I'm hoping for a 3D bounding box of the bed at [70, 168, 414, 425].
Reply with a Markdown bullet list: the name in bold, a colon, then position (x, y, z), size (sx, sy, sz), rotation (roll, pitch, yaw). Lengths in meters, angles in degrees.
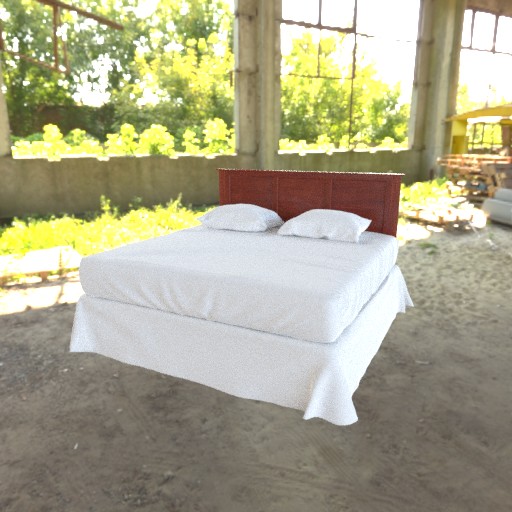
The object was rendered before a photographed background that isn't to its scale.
- **bed**: position (0.000, 0.000, 3.682), size (2.314, 1.271, 2.219), rotation (7, 16, 26)
